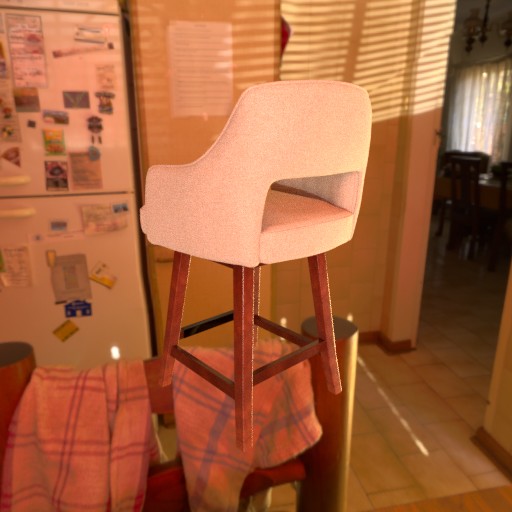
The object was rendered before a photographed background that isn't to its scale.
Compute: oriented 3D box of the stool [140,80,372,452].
[{"bbox_3d":[0.000,0.000,1.316,0.550,0.936,0.560,-14,22,-40],"label":"stool"}]
